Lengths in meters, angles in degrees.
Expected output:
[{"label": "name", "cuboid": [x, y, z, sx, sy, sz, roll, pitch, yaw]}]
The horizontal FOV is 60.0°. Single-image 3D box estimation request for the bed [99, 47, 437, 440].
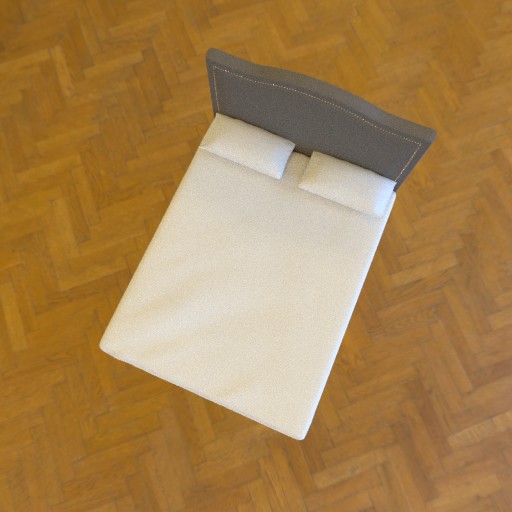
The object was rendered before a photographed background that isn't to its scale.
[{"label": "bed", "cuboid": [0.000, 0.000, 3.424, 1.821, 1.436, 2.282, 23, 77, 6]}]
